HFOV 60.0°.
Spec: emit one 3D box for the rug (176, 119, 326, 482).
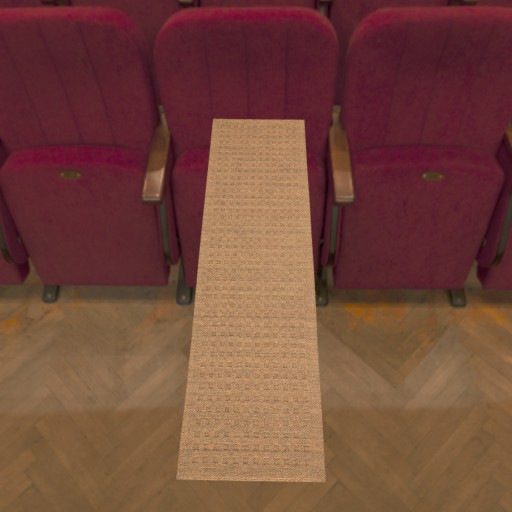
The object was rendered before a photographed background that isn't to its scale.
[{"bbox_3d":[0.000,0.000,2.680,0.688,0.005,2.437,1,57,1],"label":"rug"}]
